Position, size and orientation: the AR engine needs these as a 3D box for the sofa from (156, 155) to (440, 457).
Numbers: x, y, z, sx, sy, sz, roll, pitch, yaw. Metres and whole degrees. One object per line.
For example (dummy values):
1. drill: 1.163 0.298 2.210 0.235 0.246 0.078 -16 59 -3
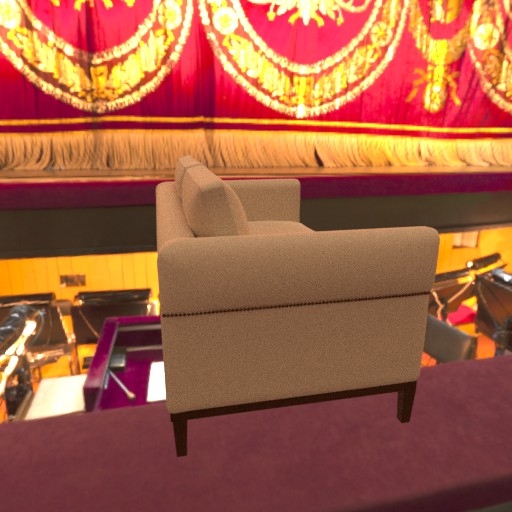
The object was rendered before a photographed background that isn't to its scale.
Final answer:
1. sofa: 0.000 0.000 2.112 0.905 0.873 1.598 -3 16 -12
